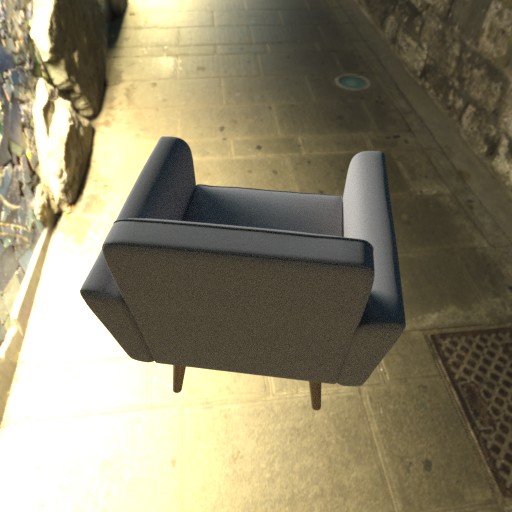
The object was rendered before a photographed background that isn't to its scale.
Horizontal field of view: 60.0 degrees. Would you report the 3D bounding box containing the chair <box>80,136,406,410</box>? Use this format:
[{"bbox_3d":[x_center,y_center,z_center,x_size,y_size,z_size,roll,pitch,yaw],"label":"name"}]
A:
[{"bbox_3d":[0.000,0.000,1.401,0.780,0.780,0.750,5,46,5],"label":"chair"}]
